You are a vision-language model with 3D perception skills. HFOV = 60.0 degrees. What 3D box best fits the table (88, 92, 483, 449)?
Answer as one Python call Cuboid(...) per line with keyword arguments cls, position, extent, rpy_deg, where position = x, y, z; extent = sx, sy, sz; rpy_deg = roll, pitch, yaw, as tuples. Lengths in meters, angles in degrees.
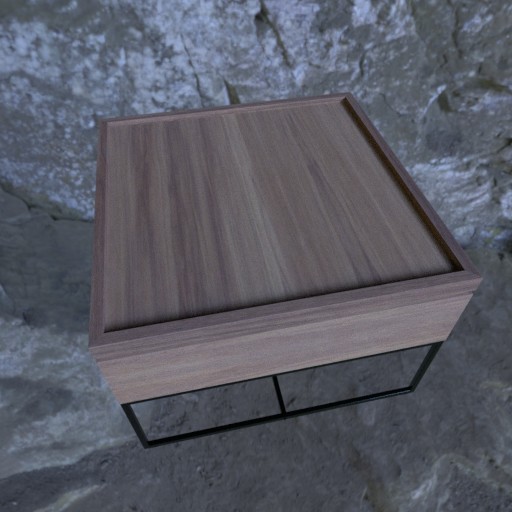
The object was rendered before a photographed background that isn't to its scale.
Cuboid(cls="table", position=(0.000, 0.000, 1.127), extent=(0.676, 0.464, 0.679), rpy_deg=(-9, 49, -8))
